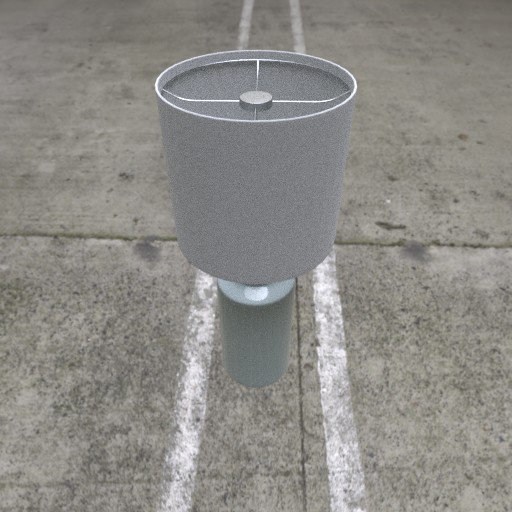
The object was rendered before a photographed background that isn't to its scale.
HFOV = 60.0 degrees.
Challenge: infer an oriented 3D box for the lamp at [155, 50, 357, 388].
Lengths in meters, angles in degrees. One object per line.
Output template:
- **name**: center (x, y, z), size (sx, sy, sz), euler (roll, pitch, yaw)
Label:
- **lamp**: center (0.000, 0.000, 0.630), size (0.212, 0.493, 0.212), euler (1, 41, 1)
